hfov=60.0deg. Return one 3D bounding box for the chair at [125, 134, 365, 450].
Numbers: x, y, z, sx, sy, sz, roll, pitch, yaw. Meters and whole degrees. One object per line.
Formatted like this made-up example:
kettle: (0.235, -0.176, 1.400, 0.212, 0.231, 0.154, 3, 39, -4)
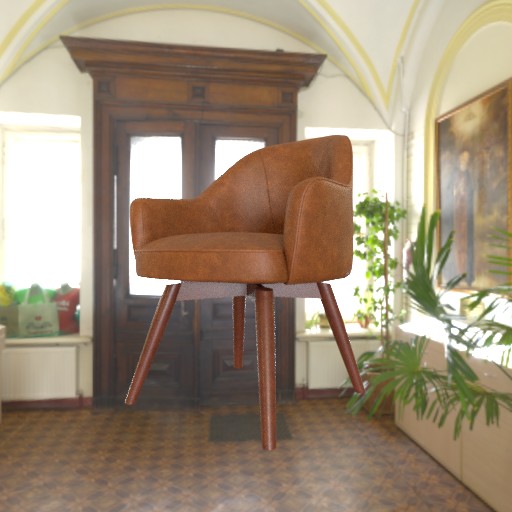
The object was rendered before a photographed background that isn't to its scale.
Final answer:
chair: (0.000, 0.000, 1.236, 0.591, 0.777, 0.640, 0, 1, 37)
